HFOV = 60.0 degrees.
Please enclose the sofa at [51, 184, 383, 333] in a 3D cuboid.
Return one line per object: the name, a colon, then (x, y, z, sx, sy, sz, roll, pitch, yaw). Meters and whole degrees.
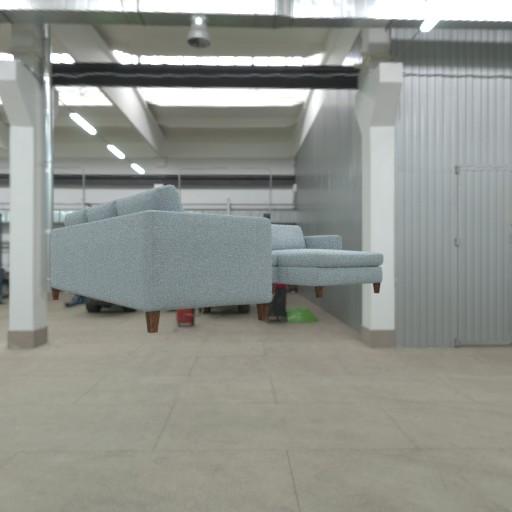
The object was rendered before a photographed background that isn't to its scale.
sofa: (0.000, 0.000, 4.527, 3.403, 0.889, 2.551, 0, 0, -37)
